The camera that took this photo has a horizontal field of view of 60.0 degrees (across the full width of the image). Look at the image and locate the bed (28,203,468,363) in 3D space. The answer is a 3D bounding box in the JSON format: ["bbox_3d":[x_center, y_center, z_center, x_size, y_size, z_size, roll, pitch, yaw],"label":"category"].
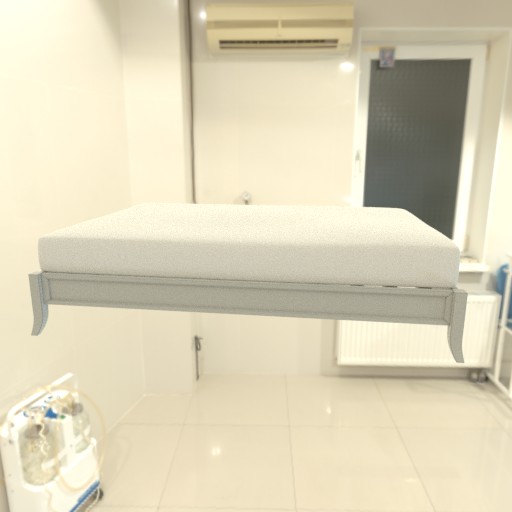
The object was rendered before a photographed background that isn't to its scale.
[{"bbox_3d":[0.000,0.000,2.644,1.985,0.510,1.460,2,14,8],"label":"bed"}]
